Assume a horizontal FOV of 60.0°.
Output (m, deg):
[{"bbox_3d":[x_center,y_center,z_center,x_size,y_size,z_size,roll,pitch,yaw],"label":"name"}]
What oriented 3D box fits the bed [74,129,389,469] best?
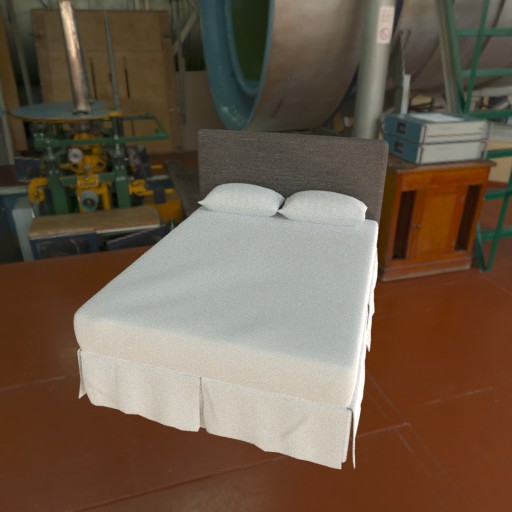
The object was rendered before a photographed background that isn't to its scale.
[{"bbox_3d":[0.000,0.000,3.153,1.723,1.330,2.142,8,28,15],"label":"bed"}]
